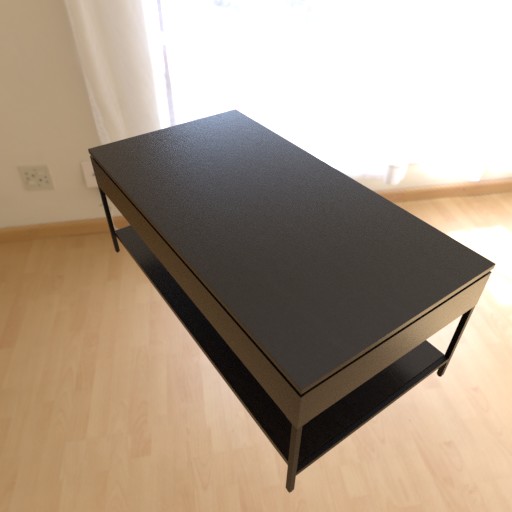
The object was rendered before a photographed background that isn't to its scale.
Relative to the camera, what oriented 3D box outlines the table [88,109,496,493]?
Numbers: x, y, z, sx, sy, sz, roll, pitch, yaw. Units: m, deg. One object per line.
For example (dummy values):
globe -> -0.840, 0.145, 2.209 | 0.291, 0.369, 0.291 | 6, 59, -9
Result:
table -> 0.000, 0.000, 1.370 | 0.574, 0.435, 1.095 | -24, 46, -26
